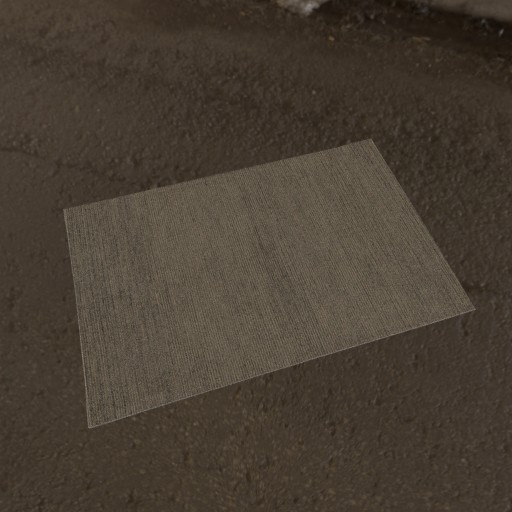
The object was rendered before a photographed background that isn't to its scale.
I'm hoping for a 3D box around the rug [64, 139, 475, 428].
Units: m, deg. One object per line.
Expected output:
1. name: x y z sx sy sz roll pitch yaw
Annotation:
1. rug: 0.000 0.000 2.187 1.773 0.021 1.149 -15 60 -9
